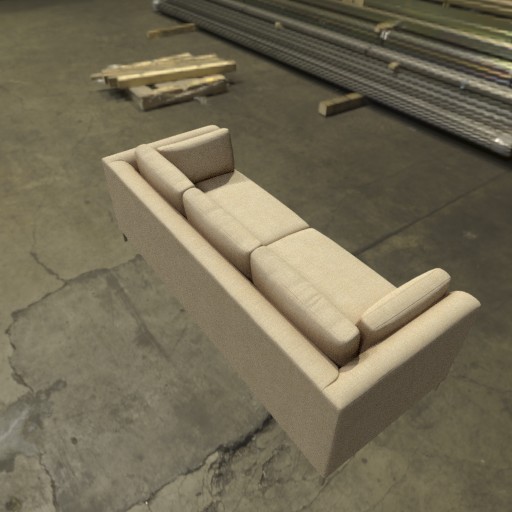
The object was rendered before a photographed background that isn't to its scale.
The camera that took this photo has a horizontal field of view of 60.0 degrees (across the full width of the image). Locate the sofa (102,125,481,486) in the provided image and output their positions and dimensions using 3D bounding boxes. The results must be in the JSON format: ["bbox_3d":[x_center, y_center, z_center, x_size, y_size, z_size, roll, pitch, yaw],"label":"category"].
[{"bbox_3d":[0.000,0.000,2.843,0.969,0.867,2.415,-26,48,-26],"label":"sofa"}]
